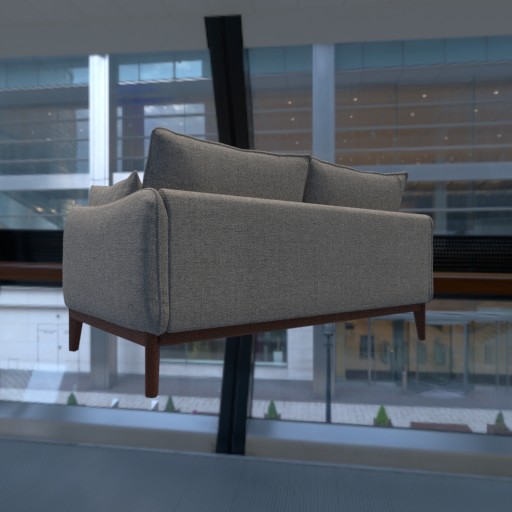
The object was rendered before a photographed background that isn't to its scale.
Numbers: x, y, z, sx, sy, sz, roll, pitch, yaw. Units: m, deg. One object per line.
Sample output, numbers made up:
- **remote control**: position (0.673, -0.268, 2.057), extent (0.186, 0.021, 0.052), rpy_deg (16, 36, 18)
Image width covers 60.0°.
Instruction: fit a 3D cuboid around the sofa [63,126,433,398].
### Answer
- **sofa**: position (0.000, 0.000, 2.119), extent (1.580, 0.851, 0.972), rpy_deg (0, 0, -38)
